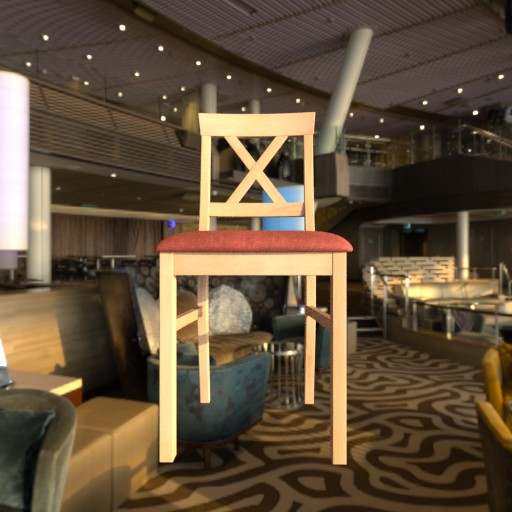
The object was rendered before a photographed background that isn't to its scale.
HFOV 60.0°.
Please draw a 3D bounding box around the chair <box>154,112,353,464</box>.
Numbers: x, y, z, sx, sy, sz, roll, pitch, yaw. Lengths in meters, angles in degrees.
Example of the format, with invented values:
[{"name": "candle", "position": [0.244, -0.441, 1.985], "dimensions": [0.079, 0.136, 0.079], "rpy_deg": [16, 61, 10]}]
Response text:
[{"name": "chair", "position": [0.000, 0.000, 1.191], "dimensions": [0.439, 0.912, 0.492], "rpy_deg": [0, 0, 2]}]
